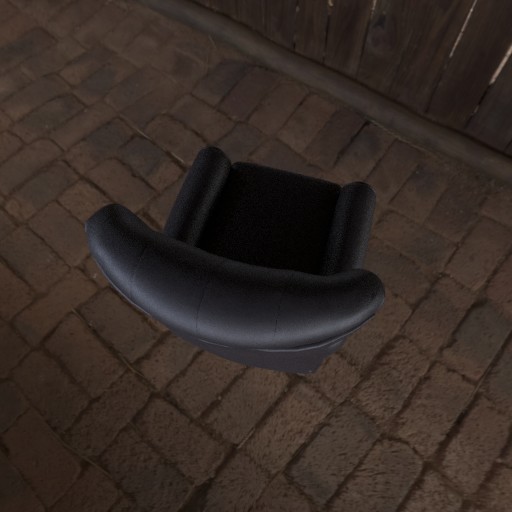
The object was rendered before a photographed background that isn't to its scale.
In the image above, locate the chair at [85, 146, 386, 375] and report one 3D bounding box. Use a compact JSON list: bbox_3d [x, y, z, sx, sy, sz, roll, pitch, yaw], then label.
[{"bbox_3d":[0.000,0.000,1.906,0.948,1.158,1.058,15,64,7],"label":"chair"}]
